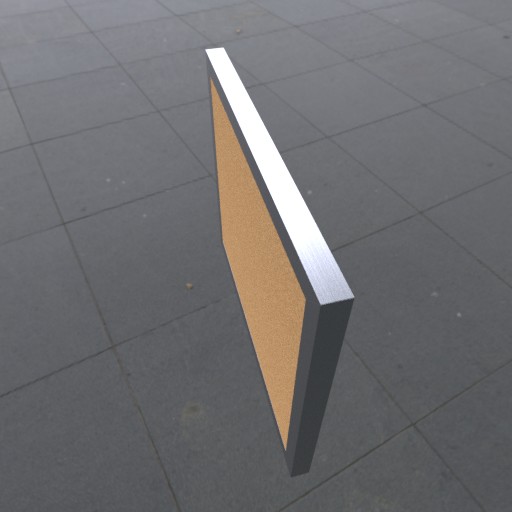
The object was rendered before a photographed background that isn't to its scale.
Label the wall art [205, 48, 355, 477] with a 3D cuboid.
[{"bbox_3d":[0.000,0.000,0.733,0.032,0.456,0.557,-11,47,-10],"label":"wall art"}]
